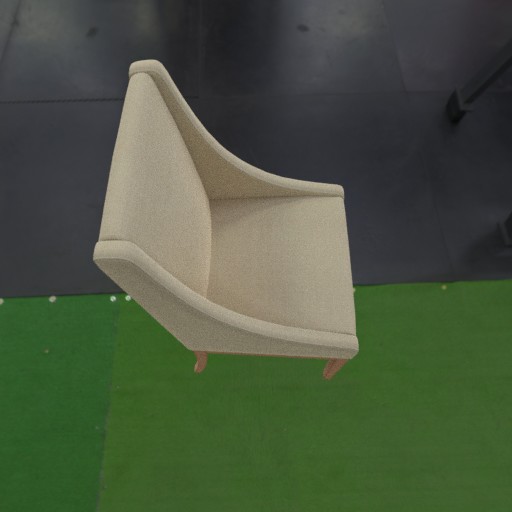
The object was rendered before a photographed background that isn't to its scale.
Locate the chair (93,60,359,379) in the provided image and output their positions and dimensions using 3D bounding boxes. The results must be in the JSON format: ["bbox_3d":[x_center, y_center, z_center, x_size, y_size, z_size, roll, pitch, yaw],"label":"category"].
[{"bbox_3d":[0.000,0.000,1.376,0.611,1.021,0.575,0,63,0],"label":"chair"}]
